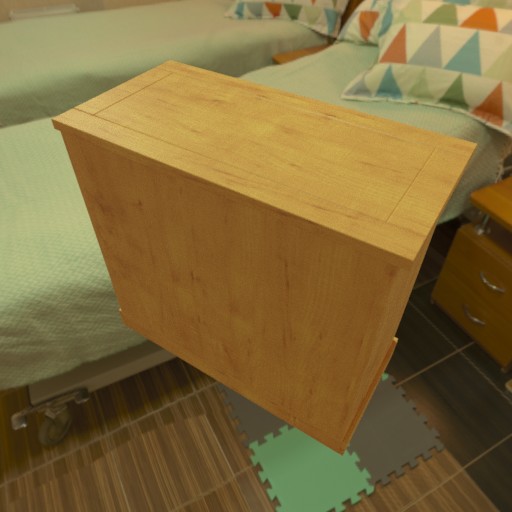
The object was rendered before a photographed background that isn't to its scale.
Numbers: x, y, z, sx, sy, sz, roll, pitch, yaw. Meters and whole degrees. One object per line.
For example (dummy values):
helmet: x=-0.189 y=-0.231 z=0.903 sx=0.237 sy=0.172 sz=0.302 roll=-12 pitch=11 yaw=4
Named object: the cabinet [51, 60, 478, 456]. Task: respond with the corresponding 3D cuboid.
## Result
cabinet: x=0.000 y=0.000 z=1.353 sx=0.920 sy=0.840 sz=0.450 roll=24 pitch=50 yaw=23
